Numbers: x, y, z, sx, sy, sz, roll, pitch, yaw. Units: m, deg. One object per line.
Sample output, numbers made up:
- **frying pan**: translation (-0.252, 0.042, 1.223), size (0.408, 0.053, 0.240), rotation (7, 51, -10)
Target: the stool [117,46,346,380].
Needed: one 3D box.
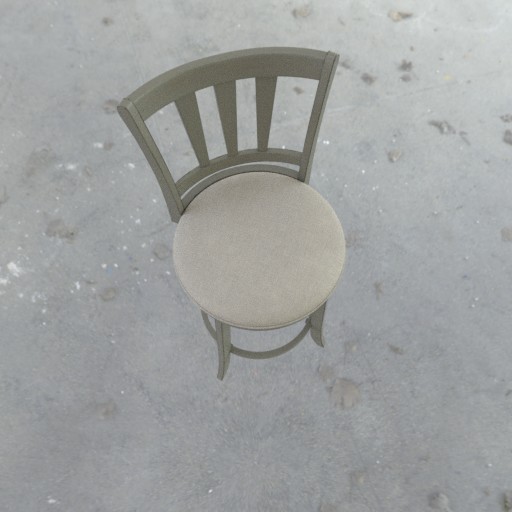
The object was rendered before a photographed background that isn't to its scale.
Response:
- **stool**: translation (0.000, 0.000, 1.237), size (0.450, 0.994, 0.486), rotation (-16, 66, -7)
